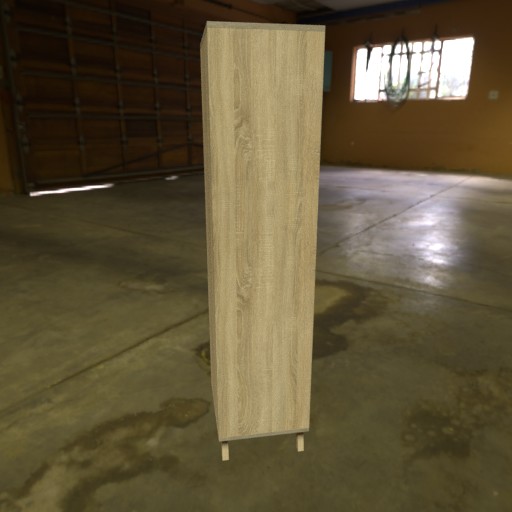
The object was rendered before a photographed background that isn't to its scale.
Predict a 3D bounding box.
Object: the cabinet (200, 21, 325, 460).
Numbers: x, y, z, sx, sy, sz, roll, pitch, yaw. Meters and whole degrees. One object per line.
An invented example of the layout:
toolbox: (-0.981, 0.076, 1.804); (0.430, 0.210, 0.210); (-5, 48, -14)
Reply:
cabinet: (0.000, 0.000, 2.175); (0.450, 1.960, 0.510); (-3, 17, -9)
